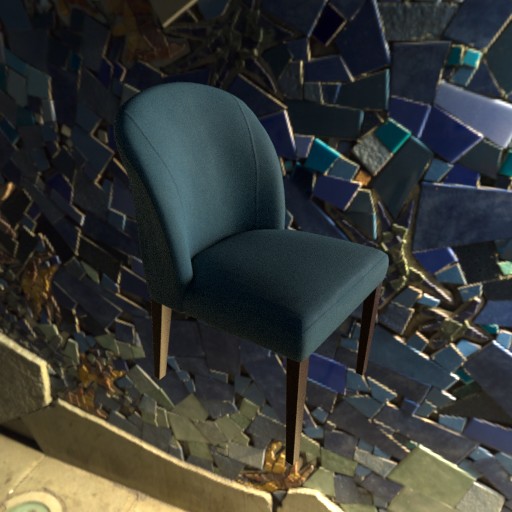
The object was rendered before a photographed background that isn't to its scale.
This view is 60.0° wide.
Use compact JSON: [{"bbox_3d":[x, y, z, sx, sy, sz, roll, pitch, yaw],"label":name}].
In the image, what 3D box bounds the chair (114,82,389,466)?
[{"bbox_3d":[0.000,0.000,1.260,0.620,0.879,0.507,20,34,32],"label":"chair"}]
